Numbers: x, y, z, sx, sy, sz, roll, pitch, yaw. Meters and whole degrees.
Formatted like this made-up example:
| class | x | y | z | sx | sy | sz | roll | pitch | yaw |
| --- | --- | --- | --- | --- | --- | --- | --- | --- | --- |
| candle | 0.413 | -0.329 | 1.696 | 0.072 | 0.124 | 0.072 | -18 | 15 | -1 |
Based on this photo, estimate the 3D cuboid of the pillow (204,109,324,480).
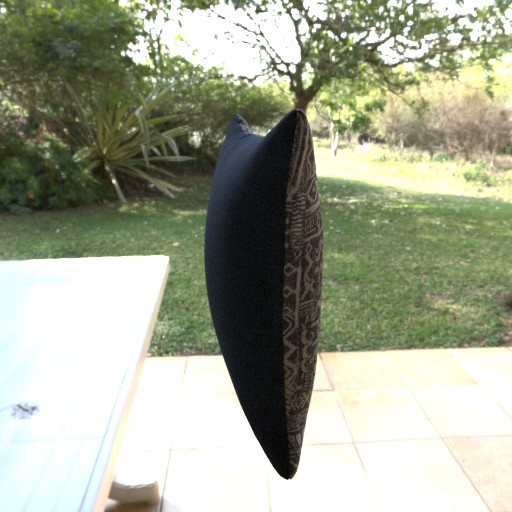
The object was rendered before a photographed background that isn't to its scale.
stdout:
| class | x | y | z | sx | sy | sz | roll | pitch | yaw |
| --- | --- | --- | --- | --- | --- | --- | --- | --- | --- |
| pillow | 0.000 | 0.000 | 0.784 | 0.180 | 0.487 | 0.546 | -3 | 17 | -9 |
